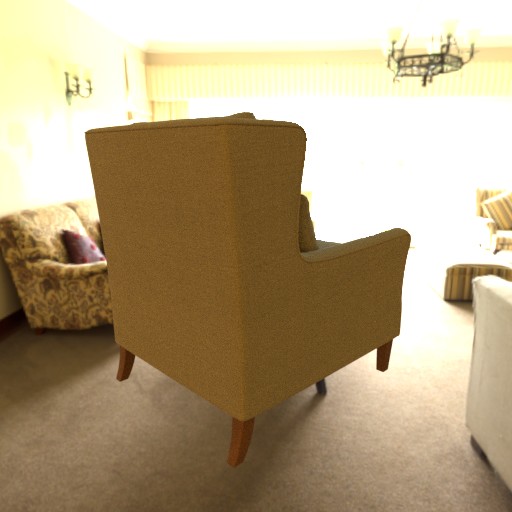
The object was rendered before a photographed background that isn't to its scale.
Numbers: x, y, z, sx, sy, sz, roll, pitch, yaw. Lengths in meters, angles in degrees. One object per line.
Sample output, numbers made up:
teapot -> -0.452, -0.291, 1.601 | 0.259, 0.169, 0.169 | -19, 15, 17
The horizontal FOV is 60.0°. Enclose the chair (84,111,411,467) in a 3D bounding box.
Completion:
chair -> 0.000, 0.000, 1.816 | 1.040, 1.056, 0.866 | -13, 18, -43
